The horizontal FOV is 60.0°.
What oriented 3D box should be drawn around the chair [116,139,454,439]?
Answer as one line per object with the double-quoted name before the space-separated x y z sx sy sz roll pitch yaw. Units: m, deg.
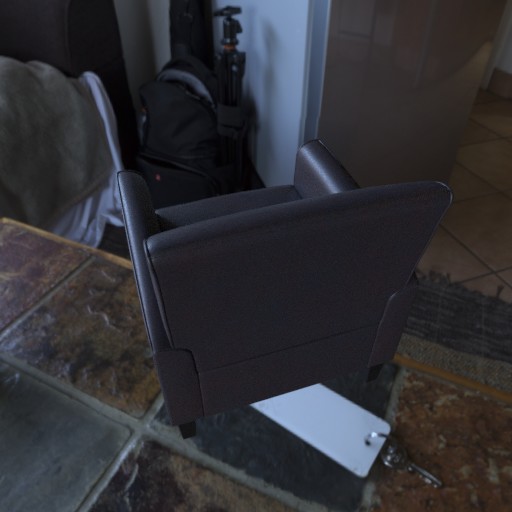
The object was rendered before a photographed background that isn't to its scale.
"chair" 0.000 0.000 1.545 0.820 0.916 0.819 -13 43 -14
